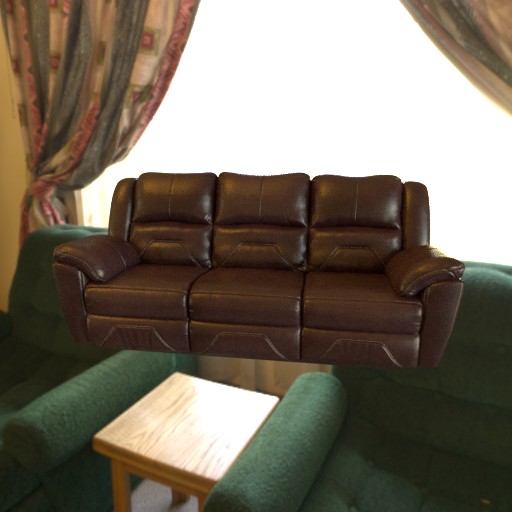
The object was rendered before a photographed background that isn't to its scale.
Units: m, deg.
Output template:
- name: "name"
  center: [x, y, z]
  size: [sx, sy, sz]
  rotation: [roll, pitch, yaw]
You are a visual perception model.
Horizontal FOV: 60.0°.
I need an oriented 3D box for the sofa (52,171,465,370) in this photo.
- name: "sofa"
  center: [0.000, 0.000, 2.890]
  size: [2.337, 1.043, 0.991]
  rotation: [2, 14, 9]
